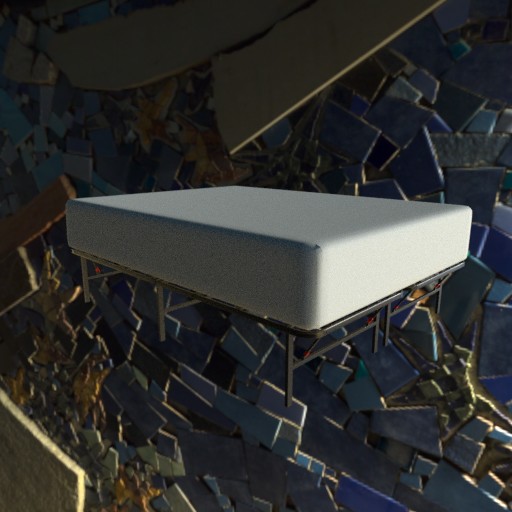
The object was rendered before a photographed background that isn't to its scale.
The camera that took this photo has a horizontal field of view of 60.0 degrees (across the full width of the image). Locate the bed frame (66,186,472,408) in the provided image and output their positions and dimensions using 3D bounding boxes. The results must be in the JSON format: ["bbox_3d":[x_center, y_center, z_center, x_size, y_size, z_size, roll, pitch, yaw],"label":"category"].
[{"bbox_3d":[0.000,0.000,2.778,2.037,0.677,1.528,13,19,43],"label":"bed frame"}]
